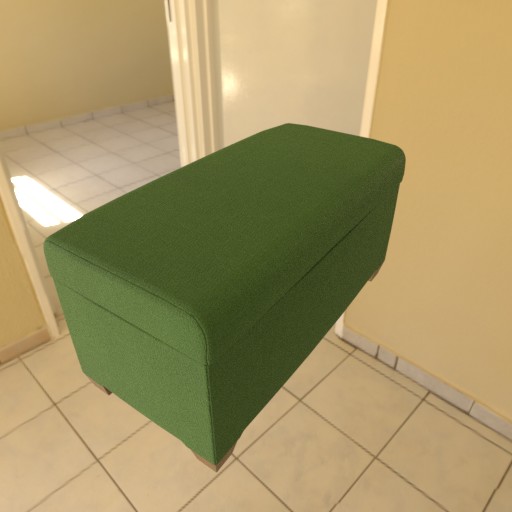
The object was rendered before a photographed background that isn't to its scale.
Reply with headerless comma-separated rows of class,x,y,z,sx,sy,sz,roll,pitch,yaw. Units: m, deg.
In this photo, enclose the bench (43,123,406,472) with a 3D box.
bench,0.000,0.000,1.287,0.505,0.501,0.989,21,39,29
